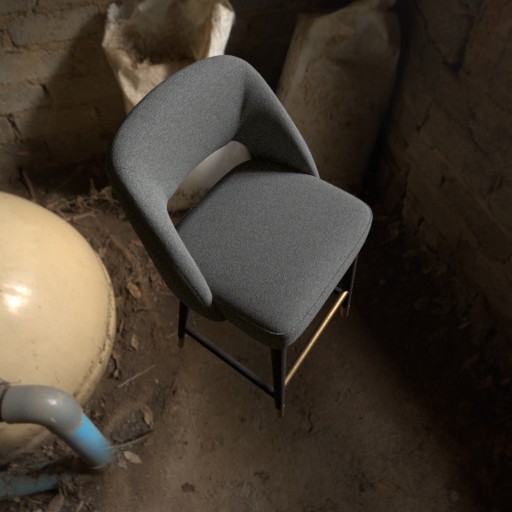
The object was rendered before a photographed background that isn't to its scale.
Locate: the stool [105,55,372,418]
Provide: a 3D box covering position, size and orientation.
[{"bbox_3d":[0.000,0.000,1.255,0.524,0.925,0.536,30,62,18],"label":"stool"}]
